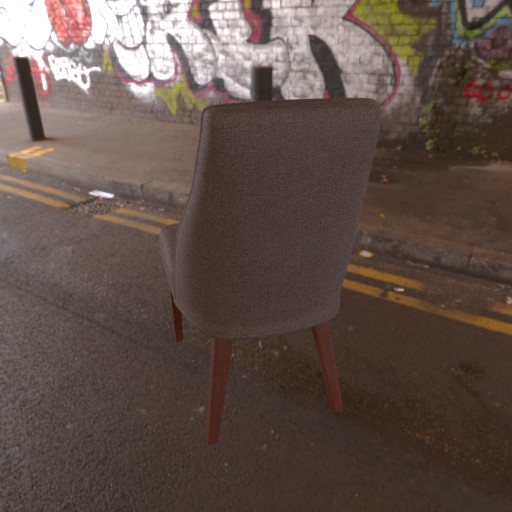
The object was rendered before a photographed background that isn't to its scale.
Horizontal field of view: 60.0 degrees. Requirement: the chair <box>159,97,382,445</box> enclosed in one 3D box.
[{"bbox_3d":[0.000,0.000,1.291,0.500,0.930,0.620,-8,28,-16],"label":"chair"}]
